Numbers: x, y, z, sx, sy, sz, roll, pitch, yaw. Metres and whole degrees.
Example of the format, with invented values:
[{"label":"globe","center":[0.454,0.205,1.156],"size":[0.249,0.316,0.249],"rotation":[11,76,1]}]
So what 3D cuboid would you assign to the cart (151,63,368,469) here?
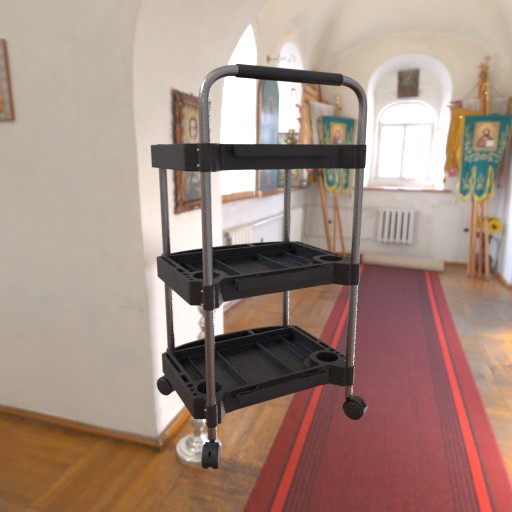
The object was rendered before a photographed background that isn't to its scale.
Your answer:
[{"label":"cart","center":[0.000,0.000,1.438],"size":[0.584,1.075,0.518],"rotation":[-7,15,-27]}]
